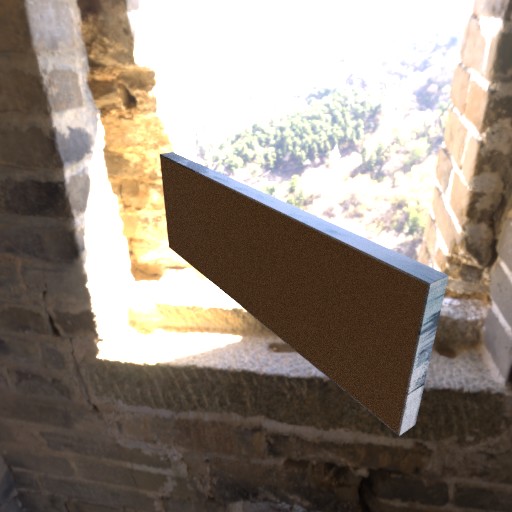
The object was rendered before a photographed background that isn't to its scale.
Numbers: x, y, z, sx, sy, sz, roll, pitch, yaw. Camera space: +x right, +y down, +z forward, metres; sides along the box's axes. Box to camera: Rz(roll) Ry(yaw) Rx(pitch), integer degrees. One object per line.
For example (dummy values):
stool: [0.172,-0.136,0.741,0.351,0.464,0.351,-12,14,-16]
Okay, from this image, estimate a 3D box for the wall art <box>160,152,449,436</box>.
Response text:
wall art: [0.000,0.000,0.860,0.037,0.251,0.759,-18,32,-31]
